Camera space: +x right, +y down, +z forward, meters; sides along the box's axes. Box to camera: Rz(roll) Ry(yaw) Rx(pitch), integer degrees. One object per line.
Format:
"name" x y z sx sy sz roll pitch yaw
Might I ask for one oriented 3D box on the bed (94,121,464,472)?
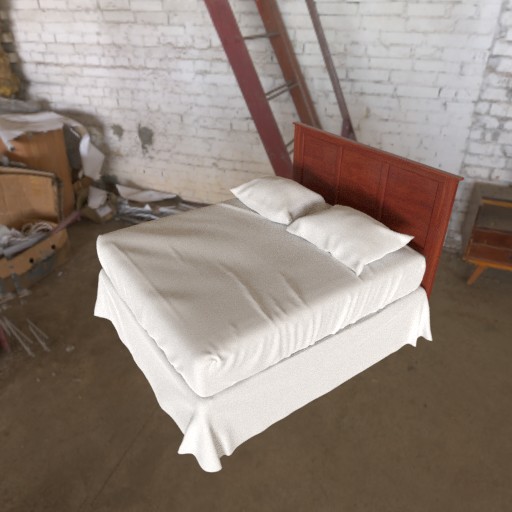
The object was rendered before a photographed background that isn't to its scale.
"bed" 0.000 0.000 3.186 2.050 1.270 1.870 -20 36 -29
